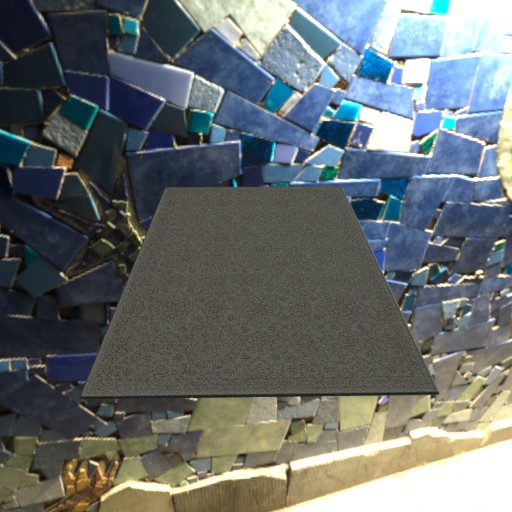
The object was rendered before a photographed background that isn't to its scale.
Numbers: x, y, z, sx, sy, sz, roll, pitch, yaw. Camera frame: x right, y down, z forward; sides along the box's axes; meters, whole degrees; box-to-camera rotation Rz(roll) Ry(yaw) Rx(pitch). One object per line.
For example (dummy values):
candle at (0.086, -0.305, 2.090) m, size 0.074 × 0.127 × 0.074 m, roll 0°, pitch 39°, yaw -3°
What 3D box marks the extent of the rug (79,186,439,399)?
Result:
rug at (0.000, 0.000, 2.273) m, size 1.219 × 0.010 × 1.829 m, roll -1°, pitch 31°, yaw -1°
